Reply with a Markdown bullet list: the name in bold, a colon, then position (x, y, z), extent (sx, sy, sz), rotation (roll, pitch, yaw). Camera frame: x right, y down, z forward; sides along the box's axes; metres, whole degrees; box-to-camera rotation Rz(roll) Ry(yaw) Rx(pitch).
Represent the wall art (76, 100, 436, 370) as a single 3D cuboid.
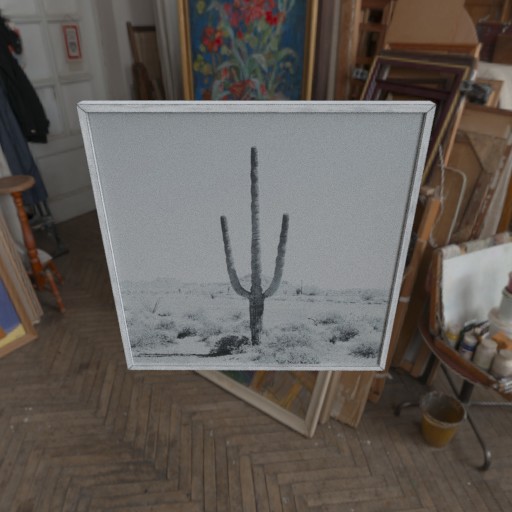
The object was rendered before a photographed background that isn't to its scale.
- **wall art**: position (0.000, 0.000, 1.144), extent (0.762, 0.762, 0.038), rotation (0, 30, 0)
